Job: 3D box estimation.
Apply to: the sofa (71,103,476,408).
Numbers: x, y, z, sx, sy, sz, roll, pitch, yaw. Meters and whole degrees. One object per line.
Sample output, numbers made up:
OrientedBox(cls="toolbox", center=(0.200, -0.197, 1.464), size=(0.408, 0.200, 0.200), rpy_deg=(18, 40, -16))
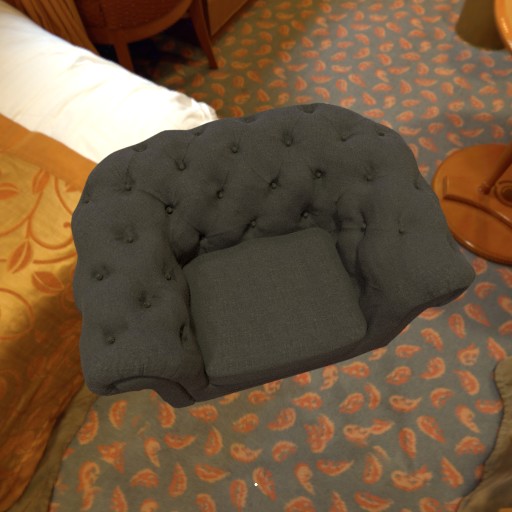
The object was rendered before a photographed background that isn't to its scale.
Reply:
OrientedBox(cls="sofa", center=(0.000, 0.000, 1.975), size=(1.405, 0.878, 1.032), rpy_deg=(-14, 64, -7))
